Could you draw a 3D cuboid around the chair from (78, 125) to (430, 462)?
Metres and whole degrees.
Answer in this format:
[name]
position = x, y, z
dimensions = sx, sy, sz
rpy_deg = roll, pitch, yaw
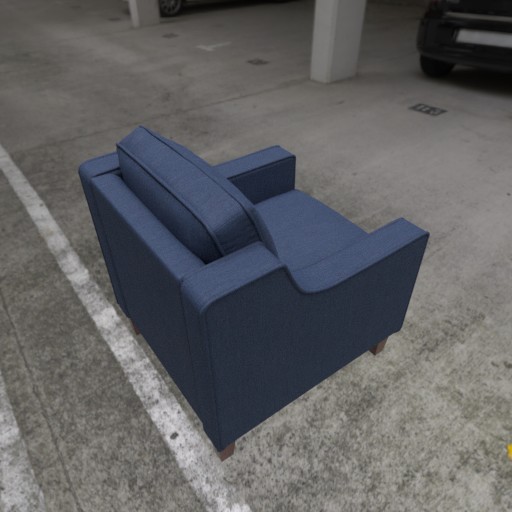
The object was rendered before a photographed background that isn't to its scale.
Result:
[chair]
position = 0.000, 0.000, 1.668
dimensions = 0.909, 0.960, 0.831
rpy_deg = -25, 46, -27
